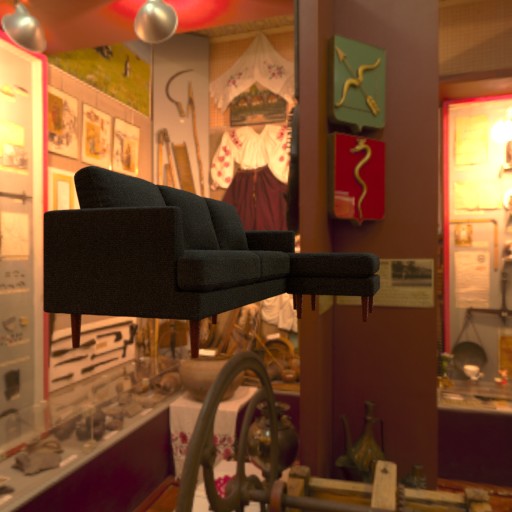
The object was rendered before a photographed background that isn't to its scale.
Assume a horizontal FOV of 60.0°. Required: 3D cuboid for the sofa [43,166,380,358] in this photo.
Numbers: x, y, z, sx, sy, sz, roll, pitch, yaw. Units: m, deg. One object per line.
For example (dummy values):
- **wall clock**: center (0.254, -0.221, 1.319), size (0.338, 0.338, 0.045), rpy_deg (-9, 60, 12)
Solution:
- **sofa**: center (0.000, 0.000, 3.014), size (1.504, 0.956, 2.233), rpy_deg (0, 0, 19)
